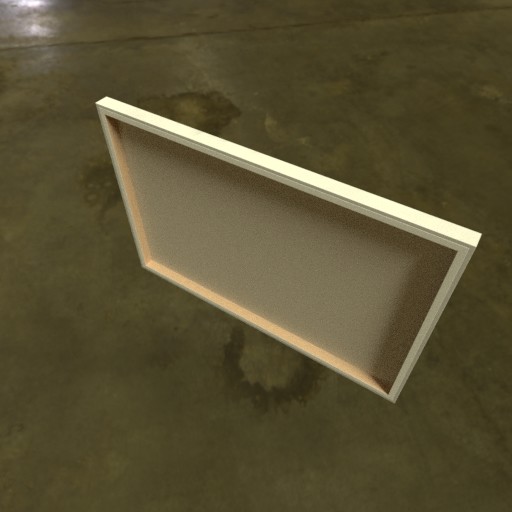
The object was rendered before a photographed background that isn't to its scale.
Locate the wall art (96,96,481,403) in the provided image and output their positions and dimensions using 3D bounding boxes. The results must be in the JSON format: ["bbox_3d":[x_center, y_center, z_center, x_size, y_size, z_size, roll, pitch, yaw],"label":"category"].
[{"bbox_3d":[0.000,0.000,1.157,0.915,0.610,0.038,25,52,22],"label":"wall art"}]
